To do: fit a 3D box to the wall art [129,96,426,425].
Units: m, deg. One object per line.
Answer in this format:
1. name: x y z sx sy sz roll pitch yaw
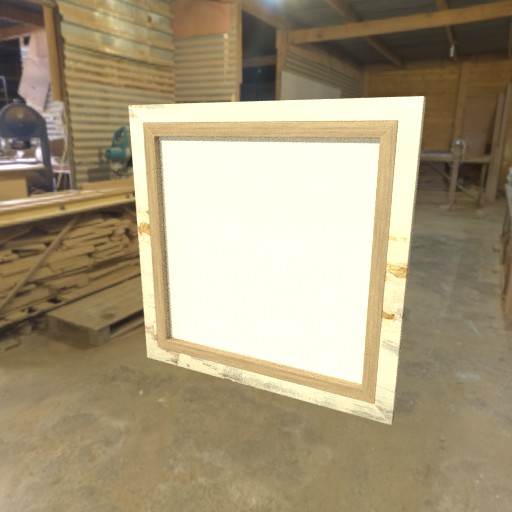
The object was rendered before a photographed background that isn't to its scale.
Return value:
1. wall art: 0.000 0.000 1.548 1.015 1.018 0.040 8 18 25
